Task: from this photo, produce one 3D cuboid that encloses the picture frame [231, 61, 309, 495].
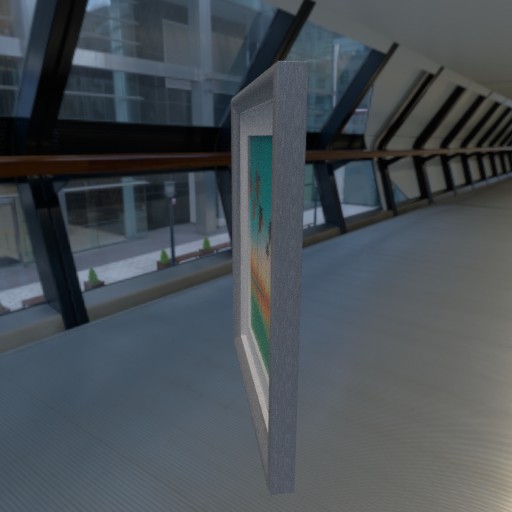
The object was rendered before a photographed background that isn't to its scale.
[{"bbox_3d":[0.000,0.000,0.525,0.027,0.378,0.327,-2,15,-8],"label":"picture frame"}]
